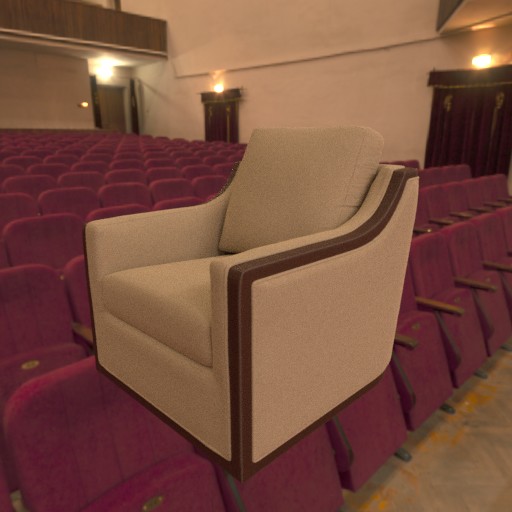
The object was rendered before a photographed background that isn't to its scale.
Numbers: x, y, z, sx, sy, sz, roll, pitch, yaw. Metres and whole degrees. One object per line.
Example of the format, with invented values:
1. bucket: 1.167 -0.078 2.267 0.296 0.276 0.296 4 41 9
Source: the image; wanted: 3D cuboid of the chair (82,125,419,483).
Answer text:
1. chair: 0.000 0.000 1.639 0.950 0.930 0.870 -14 21 -43
